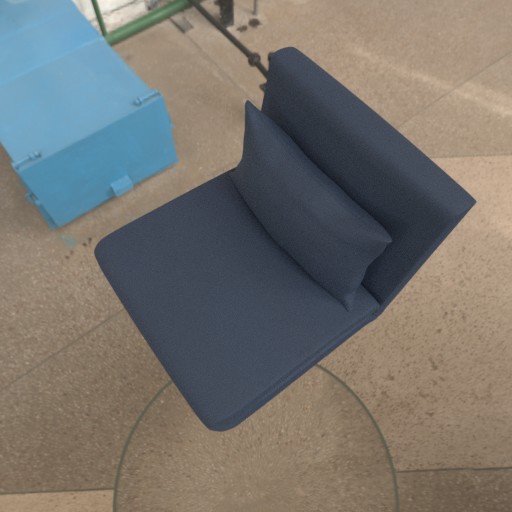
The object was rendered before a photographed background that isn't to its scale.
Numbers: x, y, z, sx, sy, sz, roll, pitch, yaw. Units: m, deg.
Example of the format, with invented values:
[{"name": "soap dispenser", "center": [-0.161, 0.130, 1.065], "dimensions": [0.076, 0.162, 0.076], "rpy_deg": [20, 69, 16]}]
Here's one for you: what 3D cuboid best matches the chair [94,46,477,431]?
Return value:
[{"name": "chair", "center": [0.000, 0.000, 1.500], "dimensions": [0.900, 0.808, 0.770], "rpy_deg": [-34, 67, -16]}]
